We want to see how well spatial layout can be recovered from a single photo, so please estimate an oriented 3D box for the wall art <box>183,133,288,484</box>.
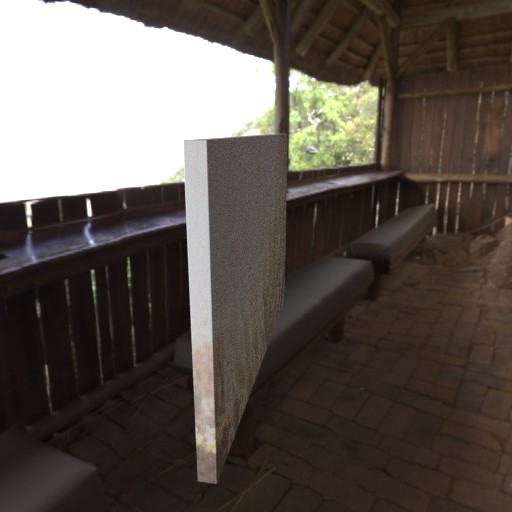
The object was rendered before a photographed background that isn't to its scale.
[{"bbox_3d":[0.000,0.000,1.160,0.040,0.608,0.916,3,16,11],"label":"wall art"}]
